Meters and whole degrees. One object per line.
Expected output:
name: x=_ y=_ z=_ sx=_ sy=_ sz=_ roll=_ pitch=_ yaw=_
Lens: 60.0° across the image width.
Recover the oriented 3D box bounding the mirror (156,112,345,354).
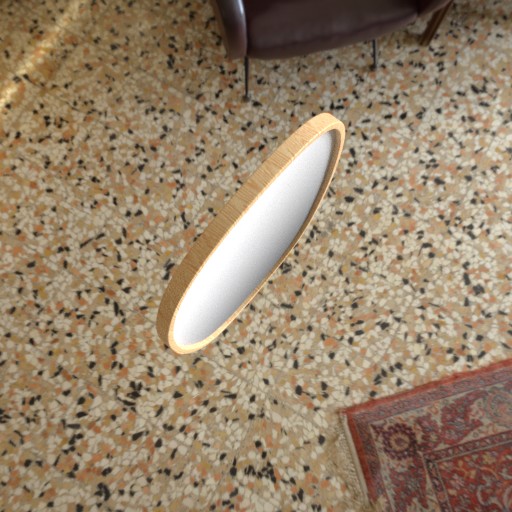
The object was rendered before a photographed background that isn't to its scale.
mirror: x=0.000 y=0.000 z=1.337 sx=0.037 sy=1.075 sz=0.724 roll=39 pitch=79 yaw=9
